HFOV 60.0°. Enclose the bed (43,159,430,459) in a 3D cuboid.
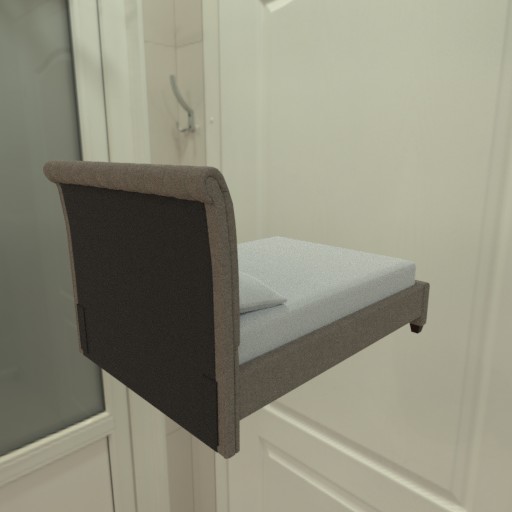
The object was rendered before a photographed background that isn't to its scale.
[{"bbox_3d":[0.000,0.000,3.207,2.252,1.371,1.645,-13,19,-43],"label":"bed"}]
